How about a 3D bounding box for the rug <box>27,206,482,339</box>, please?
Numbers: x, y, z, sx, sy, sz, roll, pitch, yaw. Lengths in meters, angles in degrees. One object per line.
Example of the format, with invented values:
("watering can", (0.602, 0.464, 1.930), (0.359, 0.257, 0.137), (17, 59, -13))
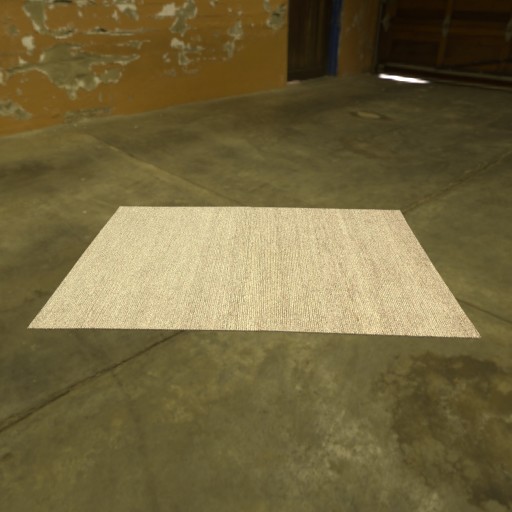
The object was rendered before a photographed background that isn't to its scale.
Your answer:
("rug", (0.000, 0.000, 2.970), (2.342, 0.030, 1.609), (1, 30, 2))
